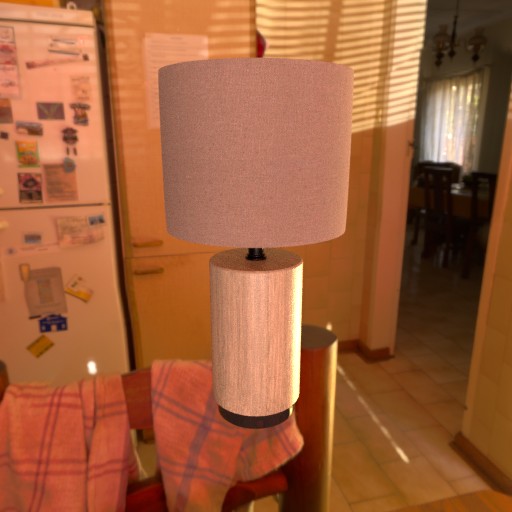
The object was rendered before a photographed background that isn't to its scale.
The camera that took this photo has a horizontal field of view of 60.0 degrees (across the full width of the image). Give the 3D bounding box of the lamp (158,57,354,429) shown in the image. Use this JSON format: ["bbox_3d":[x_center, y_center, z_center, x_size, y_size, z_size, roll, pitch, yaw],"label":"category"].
[{"bbox_3d":[0.000,0.000,0.580,0.228,0.444,0.228,15,21,43],"label":"lamp"}]
